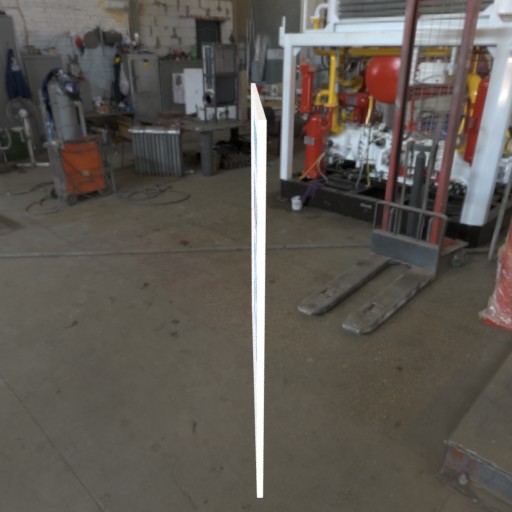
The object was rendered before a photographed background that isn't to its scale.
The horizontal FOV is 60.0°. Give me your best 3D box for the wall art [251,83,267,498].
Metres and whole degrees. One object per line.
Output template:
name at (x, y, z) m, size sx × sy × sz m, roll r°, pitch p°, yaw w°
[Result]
wall art at (0.000, 0.000, 0.816) m, size 0.009 × 0.559 × 0.558 m, roll -1°, pitch 25°, yaw -1°
